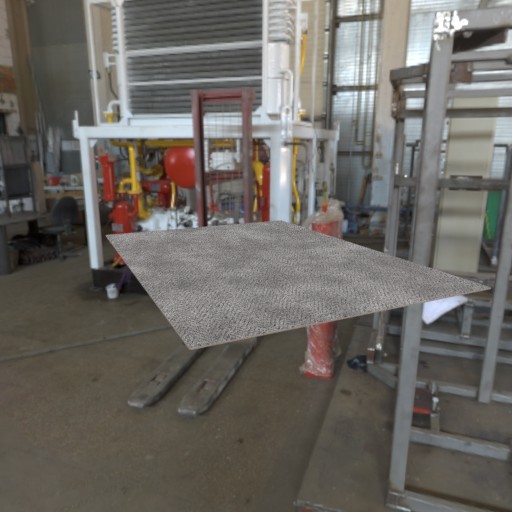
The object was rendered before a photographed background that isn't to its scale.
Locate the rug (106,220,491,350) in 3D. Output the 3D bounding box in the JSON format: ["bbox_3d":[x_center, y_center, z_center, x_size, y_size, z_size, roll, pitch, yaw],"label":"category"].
[{"bbox_3d":[0.000,0.000,2.907,1.600,0.008,2.235,-7,16,-25],"label":"rug"}]
